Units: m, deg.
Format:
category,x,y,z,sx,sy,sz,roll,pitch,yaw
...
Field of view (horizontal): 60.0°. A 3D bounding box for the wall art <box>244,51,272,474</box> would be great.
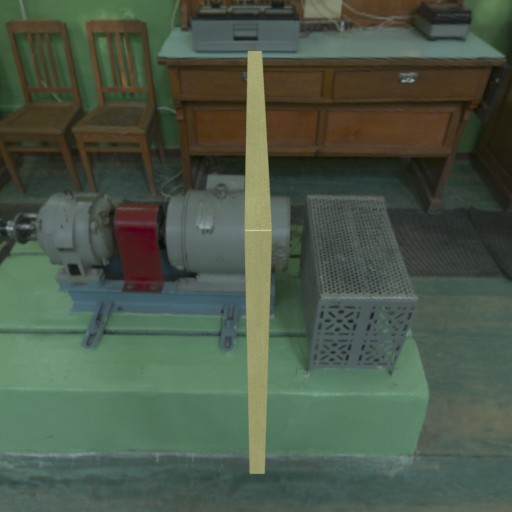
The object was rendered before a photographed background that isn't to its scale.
category,x,y,z,sx,sy,sz,roll,pitch,yaw
wall art,0.000,0.000,1.129,0.037,0.763,0.763,0,41,0
